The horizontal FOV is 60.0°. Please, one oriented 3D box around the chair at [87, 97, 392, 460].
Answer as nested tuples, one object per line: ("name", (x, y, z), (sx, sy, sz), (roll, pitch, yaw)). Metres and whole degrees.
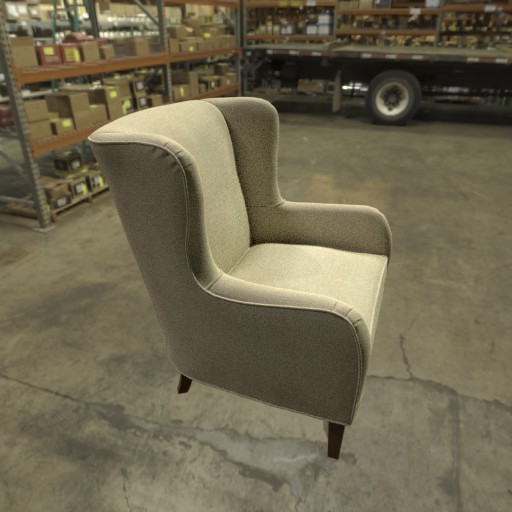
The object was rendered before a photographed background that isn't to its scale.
("chair", (0.000, 0.000, 1.695), (0.966, 1.040, 0.838), (10, 29, 18))
